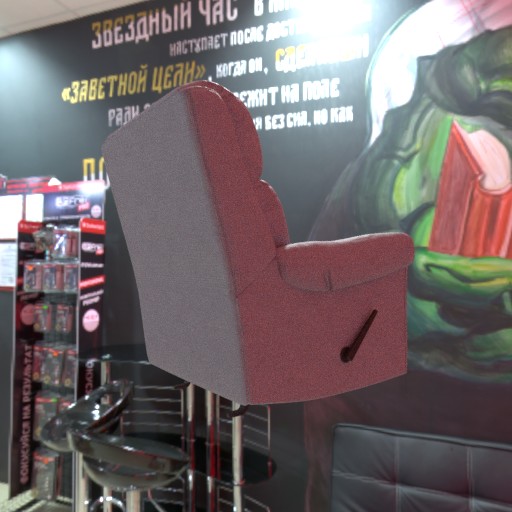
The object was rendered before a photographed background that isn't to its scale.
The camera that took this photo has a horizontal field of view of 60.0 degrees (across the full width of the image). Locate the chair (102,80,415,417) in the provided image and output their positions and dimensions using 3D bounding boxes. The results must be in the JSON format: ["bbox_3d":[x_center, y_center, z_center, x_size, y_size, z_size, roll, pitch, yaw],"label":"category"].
[{"bbox_3d":[0.000,0.000,1.768,1.014,1.054,0.838,1,-1,-36],"label":"chair"}]
